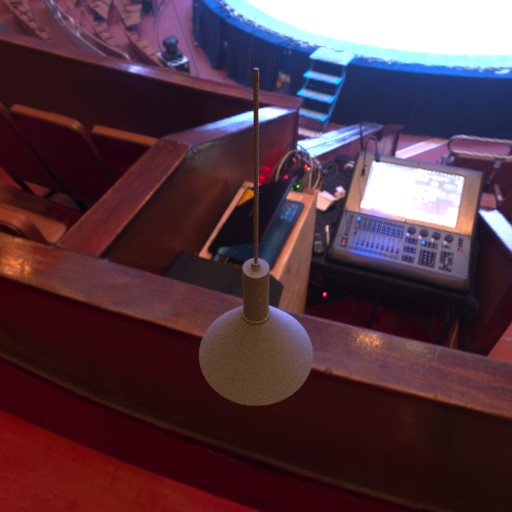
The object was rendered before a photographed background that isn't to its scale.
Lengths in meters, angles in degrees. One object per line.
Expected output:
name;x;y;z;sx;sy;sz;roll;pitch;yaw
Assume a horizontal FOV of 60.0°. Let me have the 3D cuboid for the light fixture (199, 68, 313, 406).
light fixture;0.000;0.000;0.800;0.267;0.683;0.267;11;48;10
